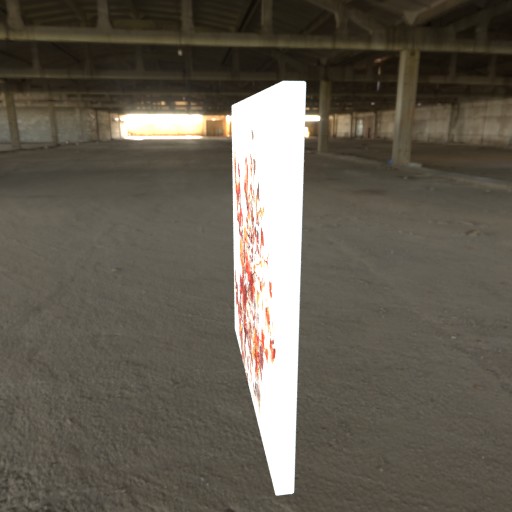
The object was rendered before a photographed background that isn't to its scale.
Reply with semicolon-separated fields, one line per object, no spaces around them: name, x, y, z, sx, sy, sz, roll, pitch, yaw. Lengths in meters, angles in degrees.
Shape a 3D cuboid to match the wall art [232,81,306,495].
wall art;0.000;0.000;1.121;0.037;0.757;0.757;-2;16;-8
